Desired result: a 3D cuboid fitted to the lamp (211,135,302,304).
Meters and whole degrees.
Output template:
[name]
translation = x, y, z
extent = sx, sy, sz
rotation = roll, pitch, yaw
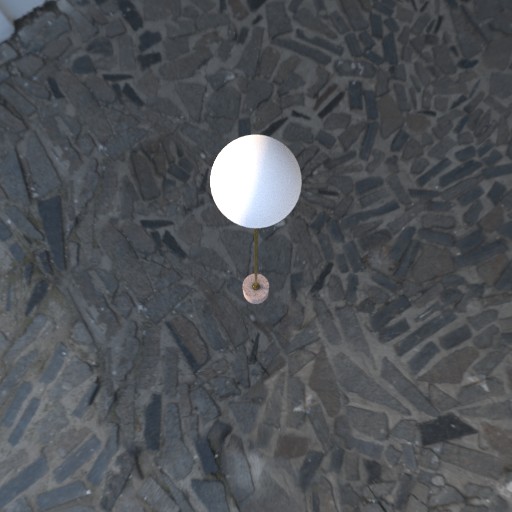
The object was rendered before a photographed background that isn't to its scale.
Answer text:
[lamp]
translation = 0.000, 0.000, 1.846
extent = 0.229, 1.748, 0.229
rotation = -23, 77, -6
